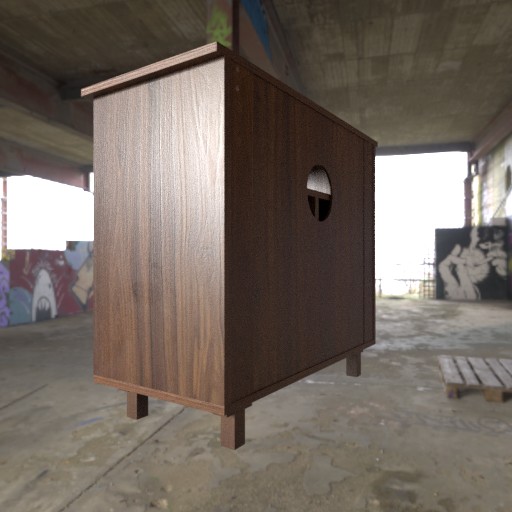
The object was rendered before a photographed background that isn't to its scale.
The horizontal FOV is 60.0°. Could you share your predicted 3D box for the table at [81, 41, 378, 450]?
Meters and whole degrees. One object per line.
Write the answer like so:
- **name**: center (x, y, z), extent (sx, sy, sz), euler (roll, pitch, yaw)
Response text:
- **table**: center (0.000, 0.000, 1.188), extent (0.390, 0.725, 0.802), euler (0, 0, 34)
